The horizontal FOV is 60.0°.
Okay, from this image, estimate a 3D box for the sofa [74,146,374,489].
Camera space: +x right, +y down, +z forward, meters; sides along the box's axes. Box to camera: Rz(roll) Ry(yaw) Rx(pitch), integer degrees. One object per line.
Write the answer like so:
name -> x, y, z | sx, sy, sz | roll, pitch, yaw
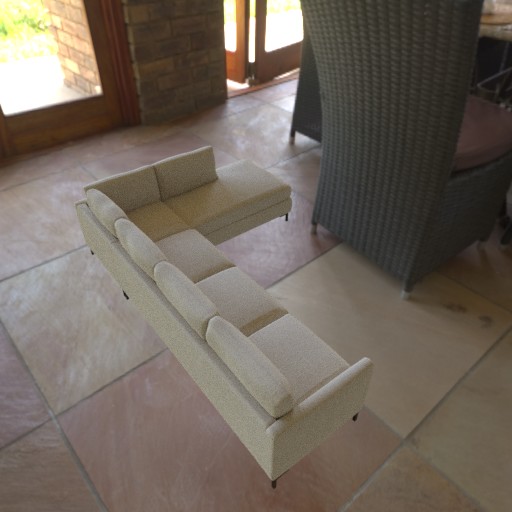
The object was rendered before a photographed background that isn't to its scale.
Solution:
sofa -> 0.000, 0.000, 3.773 | 2.007, 0.815, 2.949 | -26, 46, -28
